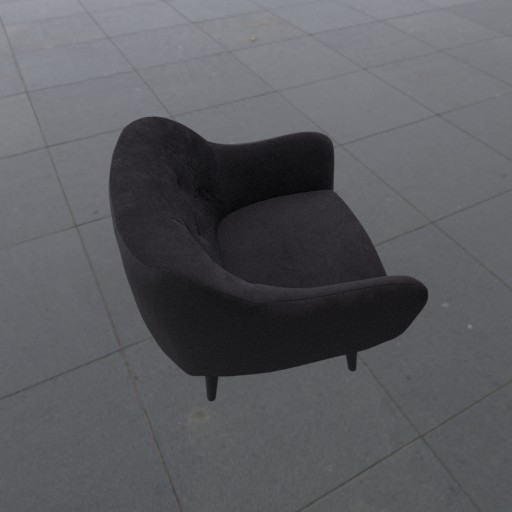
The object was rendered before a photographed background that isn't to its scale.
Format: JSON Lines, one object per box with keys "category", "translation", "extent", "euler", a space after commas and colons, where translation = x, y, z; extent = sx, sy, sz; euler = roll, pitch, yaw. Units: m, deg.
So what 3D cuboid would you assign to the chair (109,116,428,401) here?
{"category": "chair", "translation": [0.000, 0.000, 1.533], "extent": [0.819, 0.807, 0.840], "euler": [-9, 46, -9]}
